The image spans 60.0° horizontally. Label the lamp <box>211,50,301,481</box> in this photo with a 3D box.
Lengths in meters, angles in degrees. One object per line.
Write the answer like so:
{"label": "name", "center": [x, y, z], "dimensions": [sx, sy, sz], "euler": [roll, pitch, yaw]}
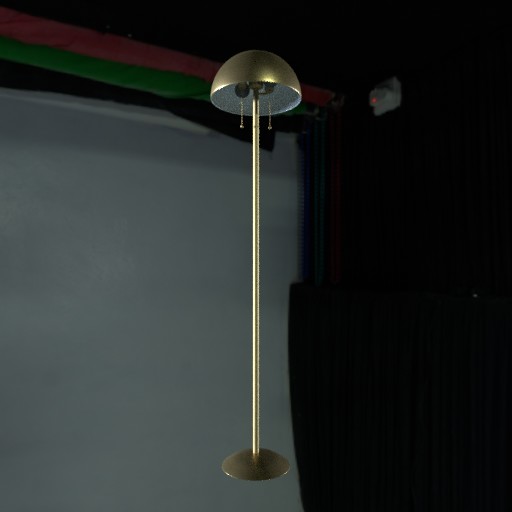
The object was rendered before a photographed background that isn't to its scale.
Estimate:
{"label": "lamp", "center": [0.000, 0.000, 1.592], "dimensions": [0.328, 1.480, 0.328], "euler": [1, -2, -35]}
